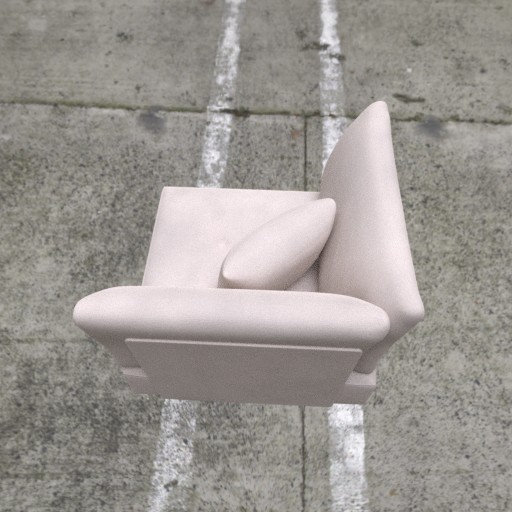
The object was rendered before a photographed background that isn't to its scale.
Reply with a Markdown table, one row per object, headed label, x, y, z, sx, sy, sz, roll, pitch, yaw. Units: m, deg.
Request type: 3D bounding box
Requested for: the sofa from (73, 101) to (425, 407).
| label | x | y | z | sx | sy | sz | roll | pitch | yaw |
| --- | --- | --- | --- | --- | --- | --- | --- | --- | --- |
| sofa | 0.000 | 0.000 | 1.798 | 1.000 | 0.820 | 1.000 | 2 | 57 | 2 |
